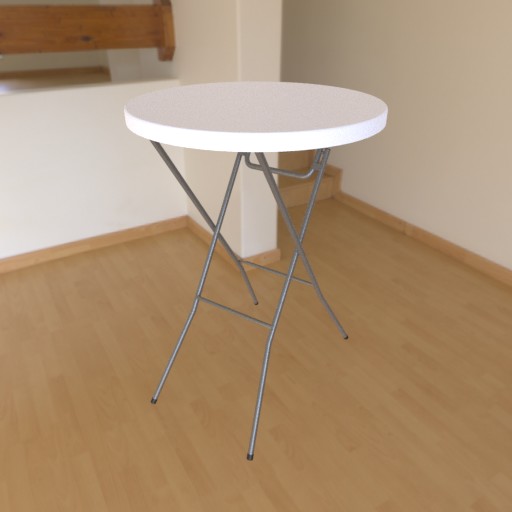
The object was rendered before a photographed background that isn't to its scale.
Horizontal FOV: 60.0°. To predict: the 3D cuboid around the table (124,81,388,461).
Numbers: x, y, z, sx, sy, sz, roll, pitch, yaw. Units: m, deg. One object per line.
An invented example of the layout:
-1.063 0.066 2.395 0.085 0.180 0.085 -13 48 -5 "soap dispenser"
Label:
0.000 0.000 1.643 0.792 1.105 0.795 18 34 28 "table"
